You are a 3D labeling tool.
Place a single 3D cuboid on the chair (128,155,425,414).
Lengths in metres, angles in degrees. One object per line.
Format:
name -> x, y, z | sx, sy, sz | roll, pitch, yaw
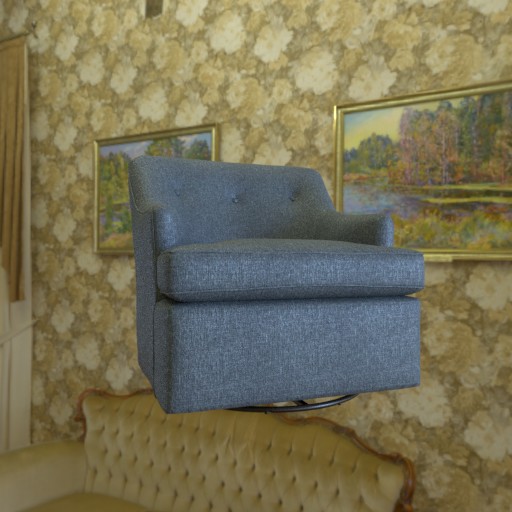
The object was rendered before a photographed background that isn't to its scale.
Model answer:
chair -> 0.000, 0.000, 1.609 | 0.864, 0.856, 0.923 | 0, -1, -19
